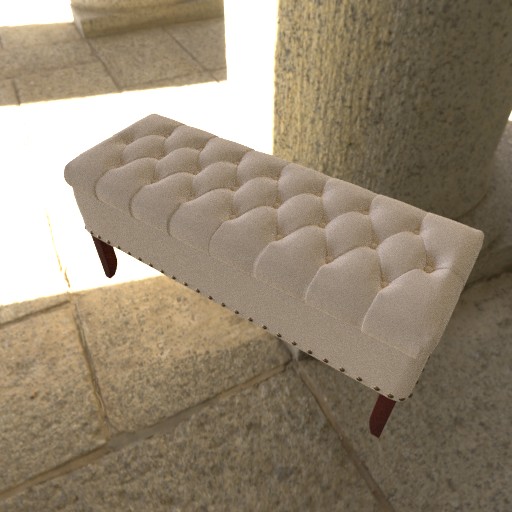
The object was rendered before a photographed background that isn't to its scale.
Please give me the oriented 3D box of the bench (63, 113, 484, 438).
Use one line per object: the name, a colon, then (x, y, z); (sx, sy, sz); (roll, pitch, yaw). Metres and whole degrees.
bench: (0.000, 0.000, 1.280); (1.054, 0.470, 0.400); (25, 51, 23)
